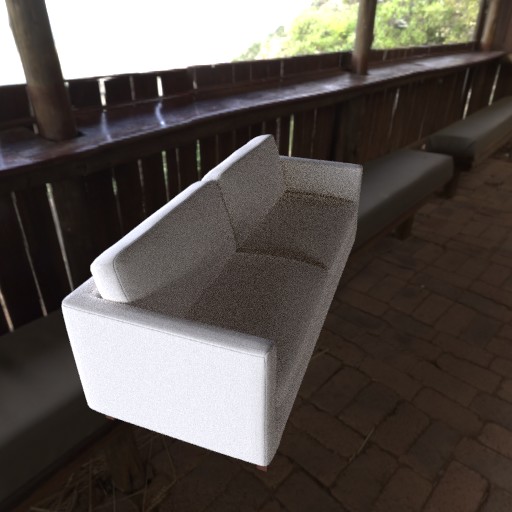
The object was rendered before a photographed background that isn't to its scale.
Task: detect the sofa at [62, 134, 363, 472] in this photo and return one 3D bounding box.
[{"bbox_3d":[0.000,0.000,2.613,0.924,0.933,2.139,11,32,17],"label":"sofa"}]
